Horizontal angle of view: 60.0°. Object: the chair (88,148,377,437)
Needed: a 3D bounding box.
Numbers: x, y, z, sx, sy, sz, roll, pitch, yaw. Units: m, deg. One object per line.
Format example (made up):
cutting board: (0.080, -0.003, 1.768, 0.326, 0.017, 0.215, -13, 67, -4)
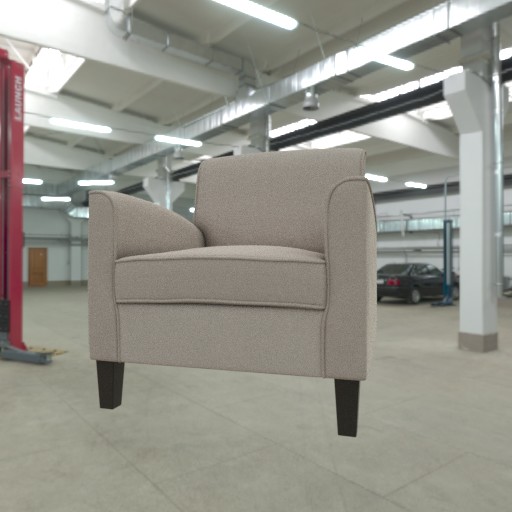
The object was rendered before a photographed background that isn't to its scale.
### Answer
chair: (0.000, 0.000, 1.575, 0.820, 0.915, 0.820, 0, -1, 17)
